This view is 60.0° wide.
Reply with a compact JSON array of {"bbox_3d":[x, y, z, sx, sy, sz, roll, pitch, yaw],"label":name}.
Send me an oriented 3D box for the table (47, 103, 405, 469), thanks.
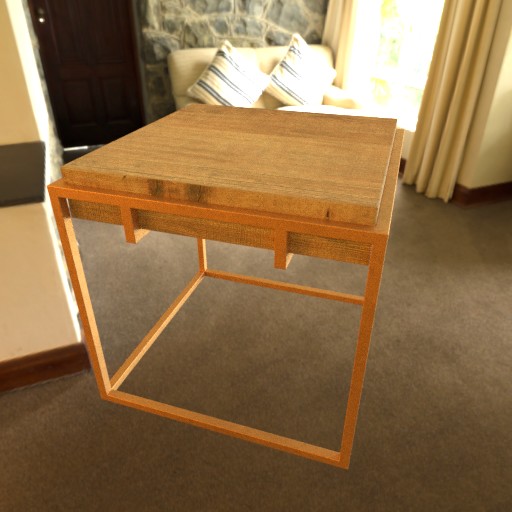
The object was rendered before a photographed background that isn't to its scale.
[{"bbox_3d":[0.000,0.000,1.097,0.599,0.584,0.599,10,32,16],"label":"table"}]
